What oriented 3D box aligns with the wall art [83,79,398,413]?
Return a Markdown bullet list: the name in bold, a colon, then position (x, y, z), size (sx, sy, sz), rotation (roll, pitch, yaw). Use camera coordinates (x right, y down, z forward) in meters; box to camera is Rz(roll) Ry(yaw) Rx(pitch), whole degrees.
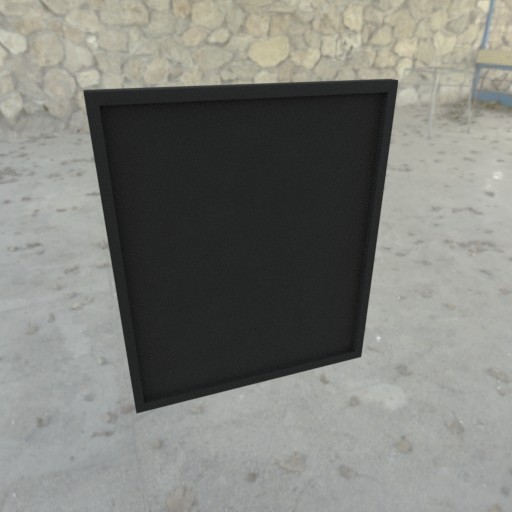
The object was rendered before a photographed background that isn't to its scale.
- **wall art**: position (0.000, 0.000, 0.700), size (0.432, 0.508, 0.021), rotation (-9, 28, -17)
